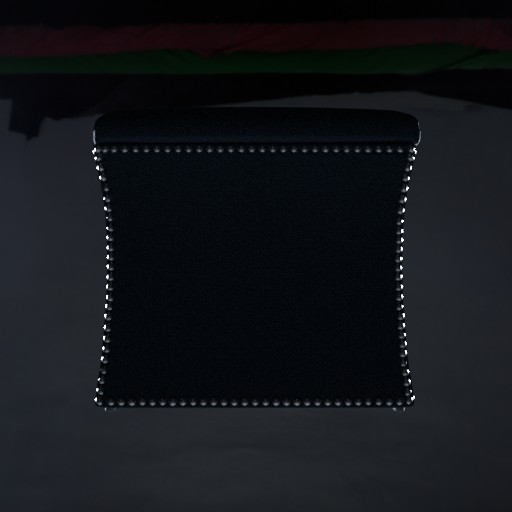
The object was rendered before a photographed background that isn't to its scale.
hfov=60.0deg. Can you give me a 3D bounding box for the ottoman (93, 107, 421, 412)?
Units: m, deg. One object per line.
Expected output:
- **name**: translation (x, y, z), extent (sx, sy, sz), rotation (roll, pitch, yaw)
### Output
- **ottoman**: translation (0.000, 0.000, 0.887), extent (0.507, 0.475, 0.497), rotation (0, -1, 0)
